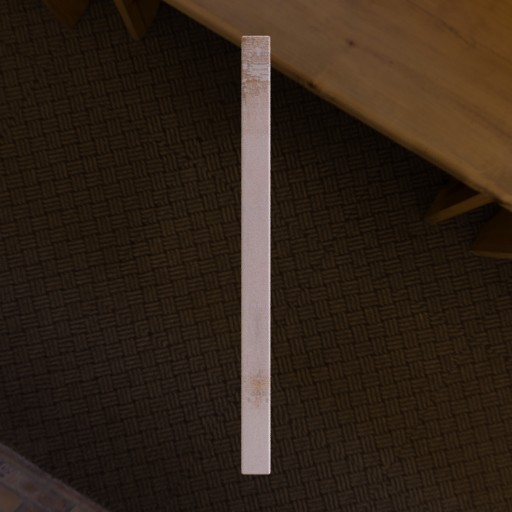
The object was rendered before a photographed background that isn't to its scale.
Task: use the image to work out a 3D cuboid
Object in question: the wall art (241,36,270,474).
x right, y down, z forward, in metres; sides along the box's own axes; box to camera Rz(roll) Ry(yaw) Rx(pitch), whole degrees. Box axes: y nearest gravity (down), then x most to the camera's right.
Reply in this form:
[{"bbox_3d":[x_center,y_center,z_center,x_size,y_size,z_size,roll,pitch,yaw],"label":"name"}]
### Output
[{"bbox_3d":[0.000,0.000,0.923,0.040,0.613,0.611,0,90,0],"label":"wall art"}]
